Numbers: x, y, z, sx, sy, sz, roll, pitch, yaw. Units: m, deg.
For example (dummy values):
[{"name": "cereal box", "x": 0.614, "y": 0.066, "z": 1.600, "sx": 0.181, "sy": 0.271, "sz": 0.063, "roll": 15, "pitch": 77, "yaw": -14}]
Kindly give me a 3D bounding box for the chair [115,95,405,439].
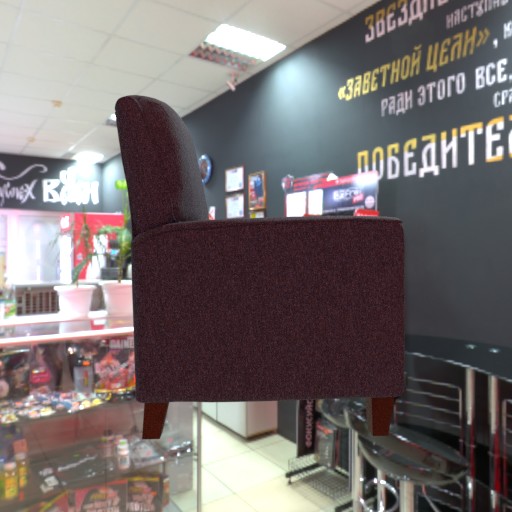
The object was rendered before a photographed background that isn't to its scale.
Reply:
[{"name": "chair", "x": 0.000, "y": 0.000, "z": 1.611, "sx": 0.850, "sy": 1.016, "sz": 0.839, "roll": 0, "pitch": 1, "yaw": -2}]
